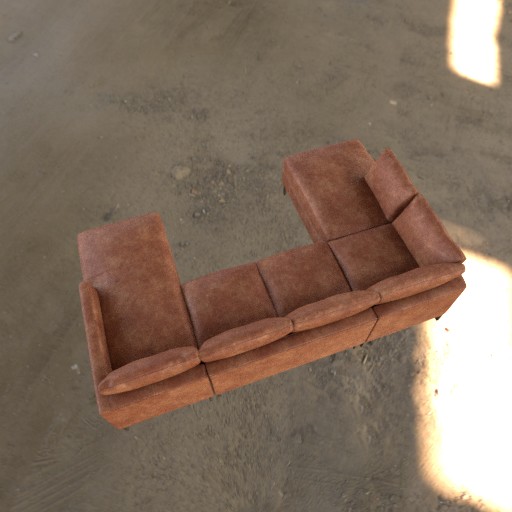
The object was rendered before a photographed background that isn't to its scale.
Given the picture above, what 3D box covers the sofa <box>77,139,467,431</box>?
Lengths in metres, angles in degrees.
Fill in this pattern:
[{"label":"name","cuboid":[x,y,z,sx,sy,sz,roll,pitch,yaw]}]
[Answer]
[{"label":"sofa","cuboid":[0.000,0.000,3.900,2.956,0.900,1.939,-17,59,-10]}]
